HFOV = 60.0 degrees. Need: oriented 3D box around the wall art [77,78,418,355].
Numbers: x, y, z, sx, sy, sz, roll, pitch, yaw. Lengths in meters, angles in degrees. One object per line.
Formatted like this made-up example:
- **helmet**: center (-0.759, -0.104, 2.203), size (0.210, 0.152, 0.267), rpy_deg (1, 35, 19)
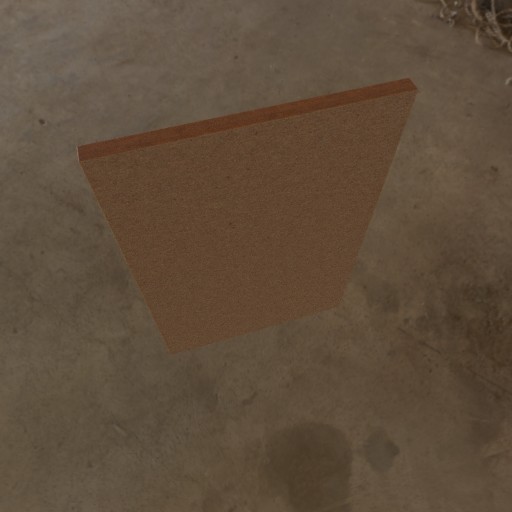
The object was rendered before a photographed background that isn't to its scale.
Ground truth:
- **wall art**: center (0.000, 0.000, 1.158), size (0.610, 0.914, 0.037), rpy_deg (-15, 59, -9)
